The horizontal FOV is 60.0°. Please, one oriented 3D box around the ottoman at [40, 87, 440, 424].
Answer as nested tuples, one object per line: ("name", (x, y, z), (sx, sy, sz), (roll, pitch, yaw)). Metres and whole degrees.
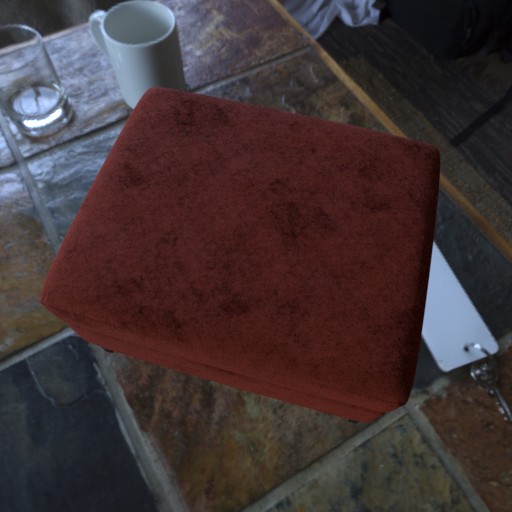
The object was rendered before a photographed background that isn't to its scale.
("ottoman", (0.000, 0.000, 1.164), (0.782, 0.462, 0.650), (14, 65, 7))
